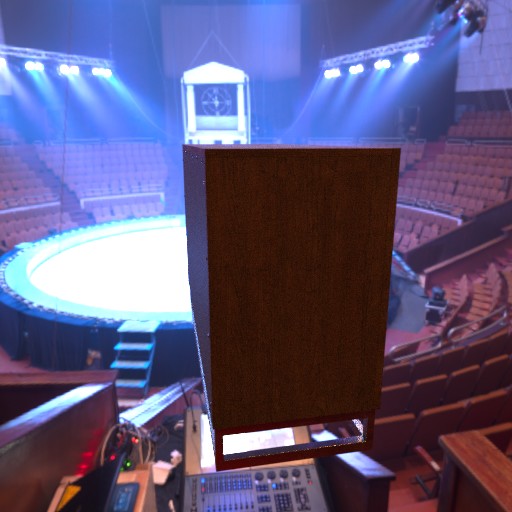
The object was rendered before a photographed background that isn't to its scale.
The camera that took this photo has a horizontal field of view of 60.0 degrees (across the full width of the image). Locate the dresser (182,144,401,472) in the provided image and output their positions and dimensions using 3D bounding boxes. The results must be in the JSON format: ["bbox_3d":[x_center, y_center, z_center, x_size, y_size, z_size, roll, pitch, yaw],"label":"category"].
[{"bbox_3d":[0.000,0.000,2.189,0.623,1.061,1.646,-3,15,-11],"label":"dresser"}]
